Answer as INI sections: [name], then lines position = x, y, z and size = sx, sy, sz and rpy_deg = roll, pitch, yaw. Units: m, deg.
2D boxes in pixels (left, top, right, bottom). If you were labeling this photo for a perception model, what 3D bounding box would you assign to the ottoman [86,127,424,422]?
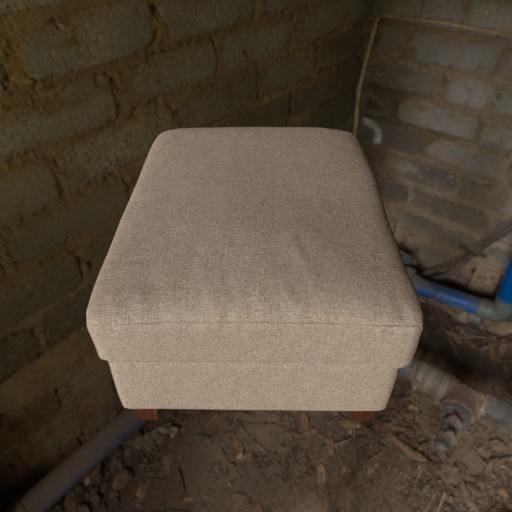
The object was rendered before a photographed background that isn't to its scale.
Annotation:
[ottoman]
position = 0.000, 0.000, 1.318
size = 0.692, 0.511, 0.889
rpy_deg = 0, 40, 0
